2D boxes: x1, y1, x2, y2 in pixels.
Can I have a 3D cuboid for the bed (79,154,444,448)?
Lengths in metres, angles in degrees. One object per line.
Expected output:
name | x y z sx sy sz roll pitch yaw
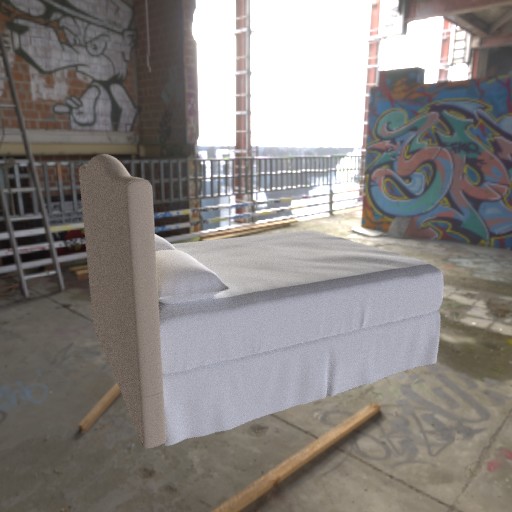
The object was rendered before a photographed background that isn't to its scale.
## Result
bed | 0.000 0.000 3.225 2.143 1.460 1.753 -7 16 -27
